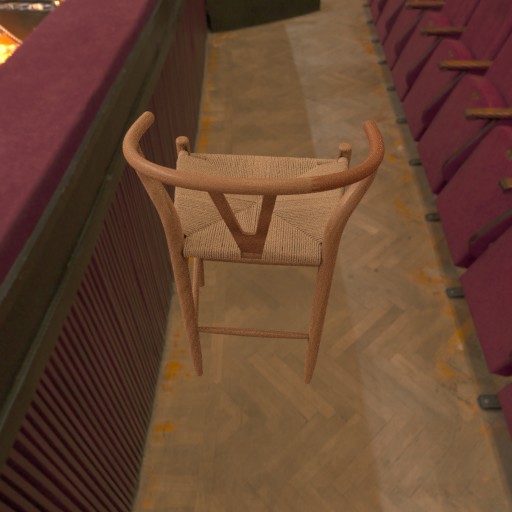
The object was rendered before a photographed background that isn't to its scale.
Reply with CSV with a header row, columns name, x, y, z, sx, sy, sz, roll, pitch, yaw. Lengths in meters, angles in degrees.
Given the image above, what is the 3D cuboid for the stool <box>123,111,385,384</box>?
name,x,y,z,sx,sy,sz,roll,pitch,yaw
stool,0.000,0.000,1.253,0.536,0.923,0.575,3,46,3
